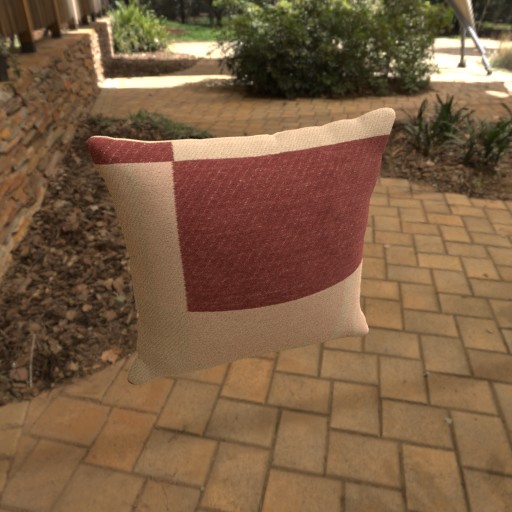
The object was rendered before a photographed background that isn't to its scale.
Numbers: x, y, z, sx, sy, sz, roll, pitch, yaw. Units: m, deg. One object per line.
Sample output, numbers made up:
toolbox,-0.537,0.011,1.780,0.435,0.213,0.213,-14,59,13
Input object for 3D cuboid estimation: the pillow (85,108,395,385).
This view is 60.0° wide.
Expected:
pillow,0.000,0.000,0.828,0.536,0.506,0.229,-9,32,-14
